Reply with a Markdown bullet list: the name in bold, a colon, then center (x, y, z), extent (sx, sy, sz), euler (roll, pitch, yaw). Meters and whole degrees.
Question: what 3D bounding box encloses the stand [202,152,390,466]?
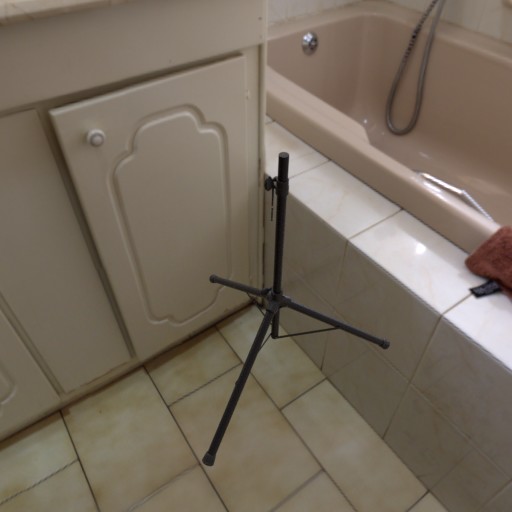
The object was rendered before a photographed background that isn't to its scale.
- **stand**: center (0.000, 0.000, 1.854), extent (1.045, 1.136, 0.907), euler (-24, 50, -22)
